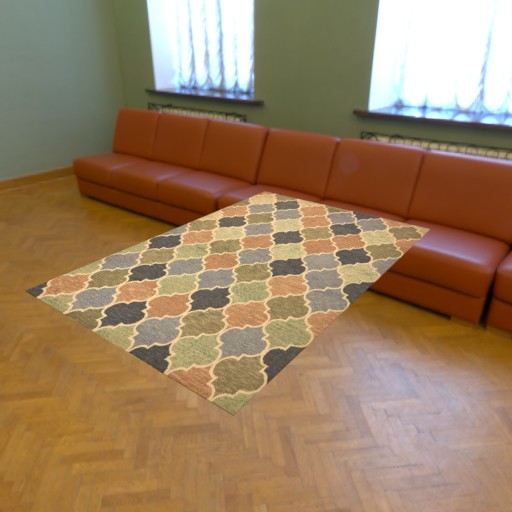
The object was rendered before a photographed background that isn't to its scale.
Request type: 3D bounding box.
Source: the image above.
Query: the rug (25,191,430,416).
[{"bbox_3d":[0.000,0.000,2.318,1.216,0.006,1.828,18,31,33],"label":"rug"}]
